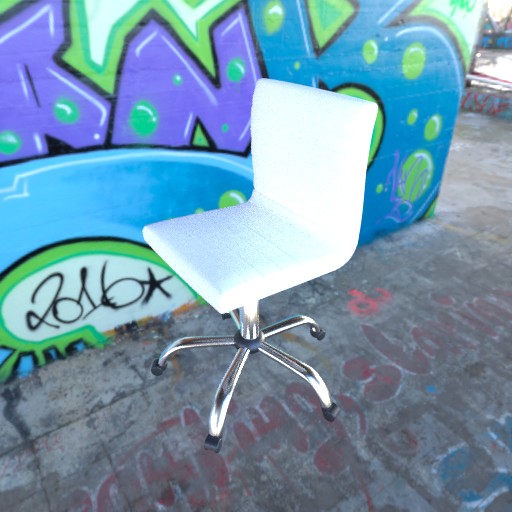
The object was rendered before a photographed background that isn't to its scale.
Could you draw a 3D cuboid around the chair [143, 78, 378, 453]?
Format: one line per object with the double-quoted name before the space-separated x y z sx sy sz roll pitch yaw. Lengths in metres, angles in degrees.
"chair" 0.000 0.000 1.121 0.530 0.780 0.556 -20 36 -30
